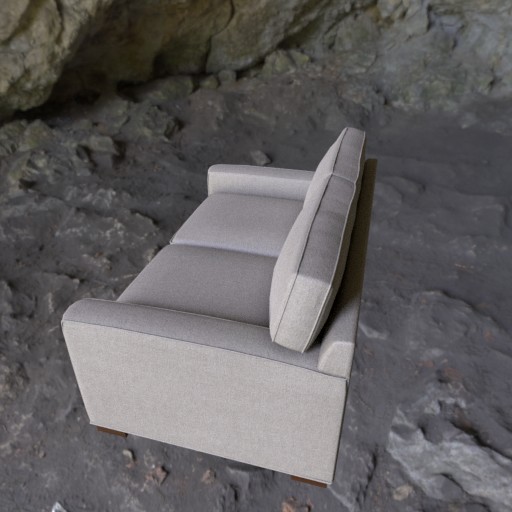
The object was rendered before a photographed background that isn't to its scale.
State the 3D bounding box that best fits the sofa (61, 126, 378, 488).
[{"bbox_3d":[0.000,0.000,1.988,0.940,0.853,1.484,8,33,13],"label":"sofa"}]
